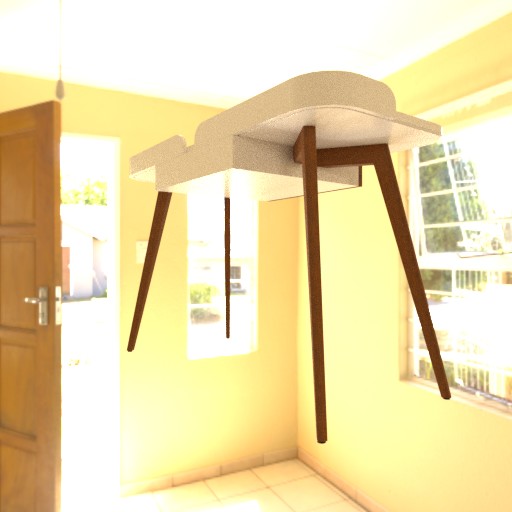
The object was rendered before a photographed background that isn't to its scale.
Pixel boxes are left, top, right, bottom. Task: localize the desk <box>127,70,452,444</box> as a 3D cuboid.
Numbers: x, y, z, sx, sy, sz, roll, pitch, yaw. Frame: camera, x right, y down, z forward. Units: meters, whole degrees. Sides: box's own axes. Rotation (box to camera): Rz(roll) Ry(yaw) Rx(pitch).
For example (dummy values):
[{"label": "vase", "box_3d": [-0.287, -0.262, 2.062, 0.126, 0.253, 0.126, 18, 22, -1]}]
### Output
[{"label": "desk", "box_3d": [0.000, 0.000, 1.561, 0.534, 0.807, 1.206, 0, 0, -36]}]
